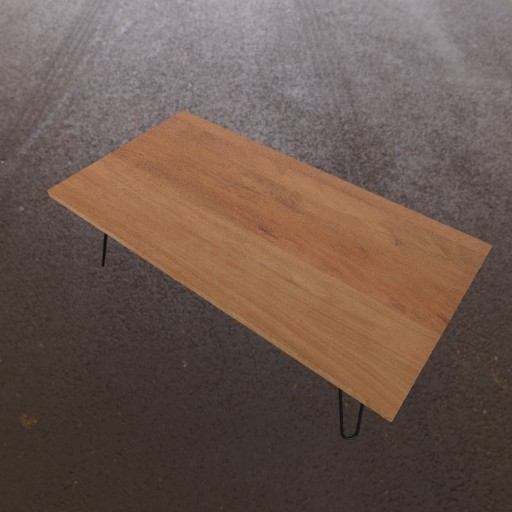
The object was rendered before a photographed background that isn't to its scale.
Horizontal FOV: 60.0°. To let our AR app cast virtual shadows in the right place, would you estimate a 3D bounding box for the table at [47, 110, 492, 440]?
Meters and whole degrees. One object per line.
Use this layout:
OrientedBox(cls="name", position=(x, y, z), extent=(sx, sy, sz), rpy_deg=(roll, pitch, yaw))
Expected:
OrientedBox(cls="table", position=(0.000, 0.000, 1.639), extent=(1.348, 0.400, 0.699), rpy_deg=(30, 54, 24))
